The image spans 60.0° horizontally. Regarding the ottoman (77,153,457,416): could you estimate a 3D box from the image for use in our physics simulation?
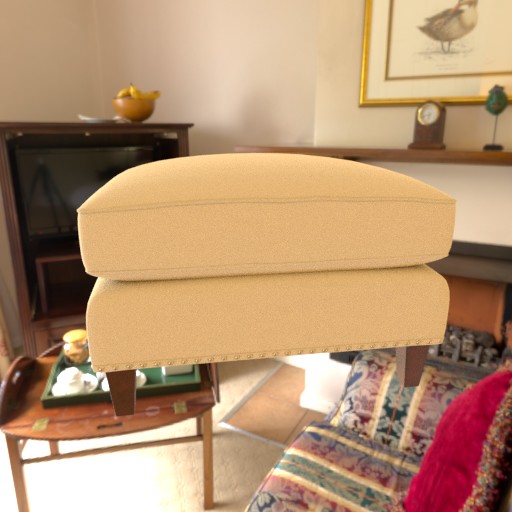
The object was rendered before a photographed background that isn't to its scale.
[{"bbox_3d":[0.000,0.000,1.138,0.741,0.513,0.584,-3,16,-9],"label":"ottoman"}]
